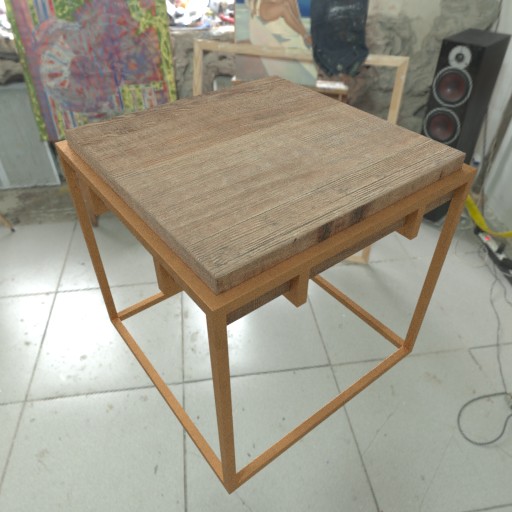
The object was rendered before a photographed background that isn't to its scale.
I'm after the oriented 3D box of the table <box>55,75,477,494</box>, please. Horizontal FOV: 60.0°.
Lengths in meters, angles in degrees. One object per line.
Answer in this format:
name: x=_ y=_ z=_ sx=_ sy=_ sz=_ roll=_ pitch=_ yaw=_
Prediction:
table: x=0.000 y=0.000 z=1.050 sx=0.599 sy=0.584 sz=0.599 roll=-26 pitch=47 yaw=-28
